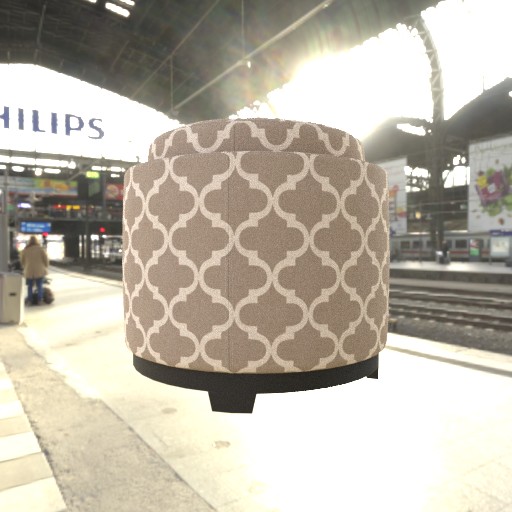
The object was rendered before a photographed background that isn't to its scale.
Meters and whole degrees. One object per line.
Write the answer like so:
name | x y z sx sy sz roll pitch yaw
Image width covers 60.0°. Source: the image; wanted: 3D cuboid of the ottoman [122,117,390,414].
ottoman | 0.000 0.000 0.832 0.480 0.429 0.480 0 1 0
